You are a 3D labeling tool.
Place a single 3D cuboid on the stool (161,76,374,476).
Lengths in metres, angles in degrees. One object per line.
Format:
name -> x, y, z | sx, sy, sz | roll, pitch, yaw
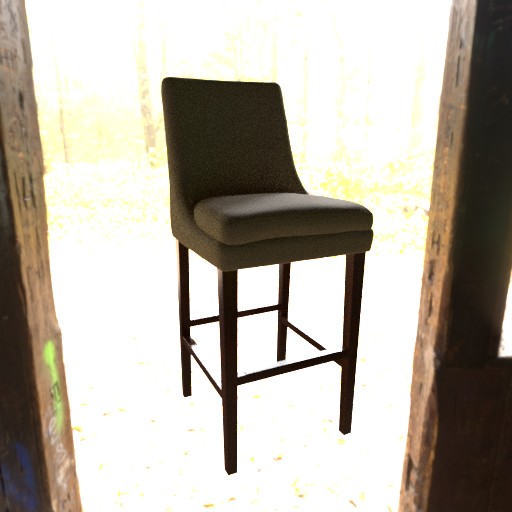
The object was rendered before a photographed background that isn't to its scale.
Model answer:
stool -> 0.000, 0.000, 1.384 | 0.470, 1.078, 0.577 | -7, 17, -25
